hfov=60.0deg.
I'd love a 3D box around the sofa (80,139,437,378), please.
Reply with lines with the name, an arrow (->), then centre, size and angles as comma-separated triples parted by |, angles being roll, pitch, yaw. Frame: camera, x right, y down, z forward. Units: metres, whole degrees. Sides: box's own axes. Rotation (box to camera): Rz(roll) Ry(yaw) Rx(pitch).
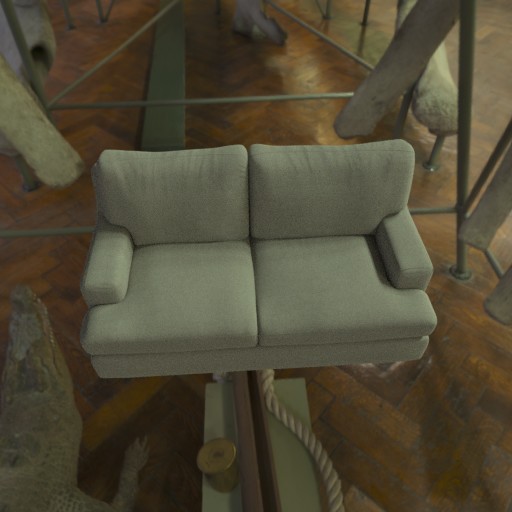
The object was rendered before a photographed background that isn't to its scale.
sofa -> 0.000, 0.000, 2.470 | 1.855, 0.980, 0.962 | -3, 47, -3
